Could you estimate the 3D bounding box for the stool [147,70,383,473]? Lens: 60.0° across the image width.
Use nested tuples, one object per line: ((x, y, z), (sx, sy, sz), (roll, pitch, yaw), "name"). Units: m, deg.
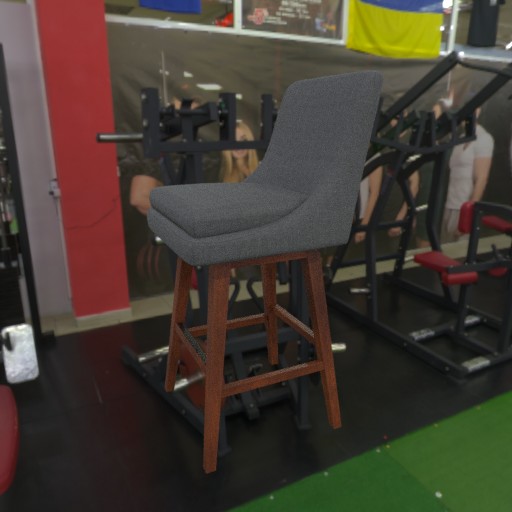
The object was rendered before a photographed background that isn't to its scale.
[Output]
((0.000, 0.000, 1.267), (0.524, 0.977, 0.447), (-8, 19, -24), "stool")
